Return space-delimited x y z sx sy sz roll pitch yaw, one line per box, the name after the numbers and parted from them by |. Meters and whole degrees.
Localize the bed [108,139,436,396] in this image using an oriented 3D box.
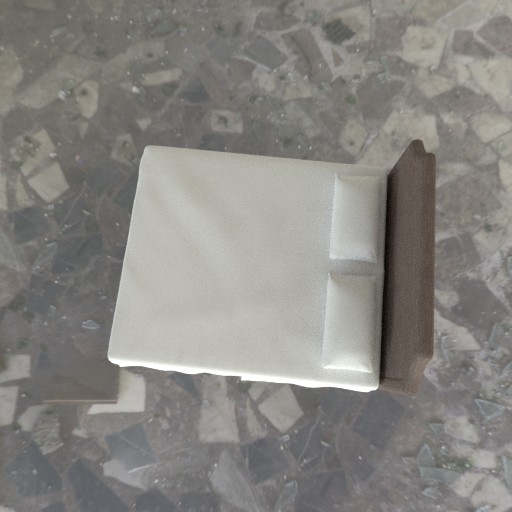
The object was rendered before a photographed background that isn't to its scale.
0.000 0.000 4.201 2.773 1.590 2.350 6 77 1 | bed
